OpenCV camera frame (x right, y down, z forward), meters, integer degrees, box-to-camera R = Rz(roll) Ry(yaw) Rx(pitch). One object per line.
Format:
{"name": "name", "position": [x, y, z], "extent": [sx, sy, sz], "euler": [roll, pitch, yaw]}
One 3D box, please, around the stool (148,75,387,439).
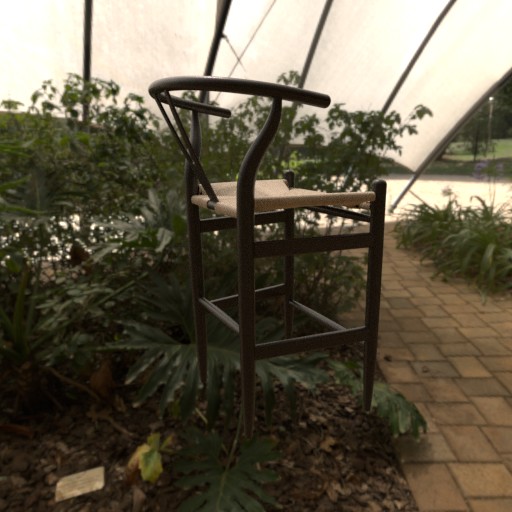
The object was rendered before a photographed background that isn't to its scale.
{"name": "stool", "position": [0.000, 0.000, 1.348], "extent": [0.579, 0.970, 0.569], "euler": [-8, 16, -27]}
